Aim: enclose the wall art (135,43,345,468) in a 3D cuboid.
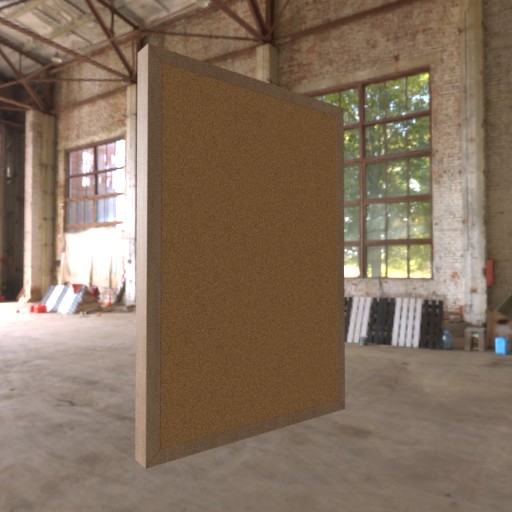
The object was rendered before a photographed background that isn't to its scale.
[{"bbox_3d":[0.000,0.000,0.651,0.356,0.509,0.031,1,-2,-38],"label":"wall art"}]
